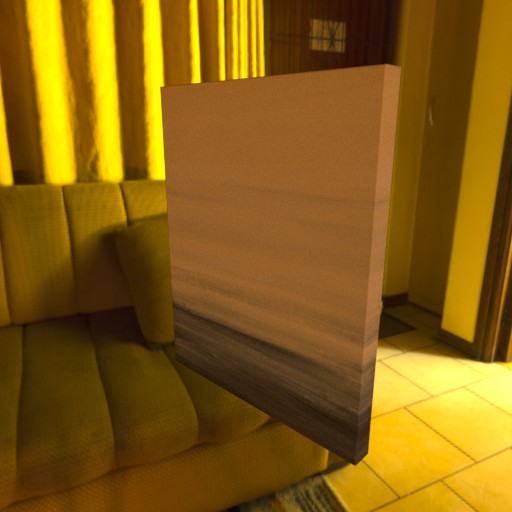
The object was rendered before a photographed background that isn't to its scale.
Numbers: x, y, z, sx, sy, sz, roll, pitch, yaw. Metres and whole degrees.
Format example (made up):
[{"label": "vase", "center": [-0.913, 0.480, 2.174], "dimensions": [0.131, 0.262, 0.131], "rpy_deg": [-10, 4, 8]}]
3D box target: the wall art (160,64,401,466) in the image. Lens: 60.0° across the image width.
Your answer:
[{"label": "wall art", "center": [0.000, 0.000, 0.815], "dimensions": [0.489, 0.608, 0.040], "rpy_deg": [15, 22, 42]}]
